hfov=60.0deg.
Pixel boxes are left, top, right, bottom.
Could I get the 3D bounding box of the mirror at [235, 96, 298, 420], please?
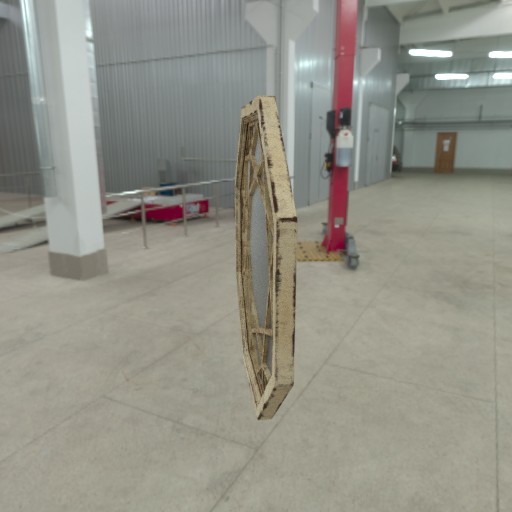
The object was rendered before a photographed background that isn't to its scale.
[{"bbox_3d":[0.000,0.000,0.987,0.031,0.648,0.648,-2,14,-8],"label":"mirror"}]
